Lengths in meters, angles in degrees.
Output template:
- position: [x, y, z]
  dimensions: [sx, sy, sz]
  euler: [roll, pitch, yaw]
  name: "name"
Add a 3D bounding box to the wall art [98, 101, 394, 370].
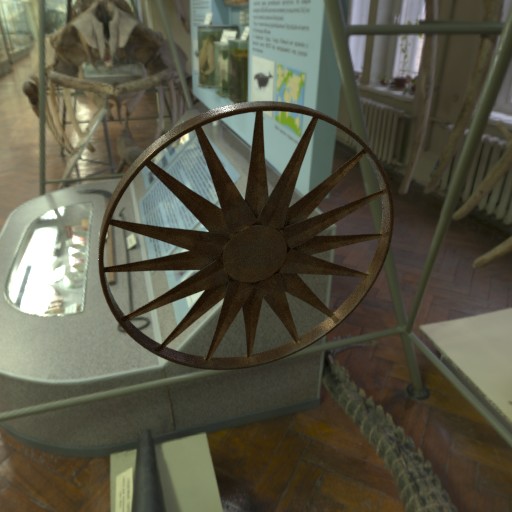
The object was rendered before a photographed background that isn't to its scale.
- position: [0.000, 0.000, 0.868]
  dimensions: [0.582, 0.583, 0.084]
  euler: [-8, 29, -15]
  name: "wall art"
